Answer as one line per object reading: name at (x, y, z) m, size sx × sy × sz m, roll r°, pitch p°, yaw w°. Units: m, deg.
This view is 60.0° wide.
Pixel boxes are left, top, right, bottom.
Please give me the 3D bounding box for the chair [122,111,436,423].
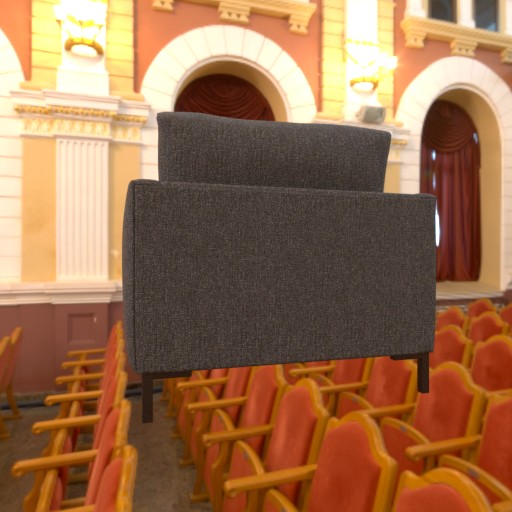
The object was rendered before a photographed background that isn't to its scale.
chair at (0.000, 0.000, 1.662) m, size 0.963 × 0.861 × 0.866 m, roll 0°, pitch 0°, yaw -17°
